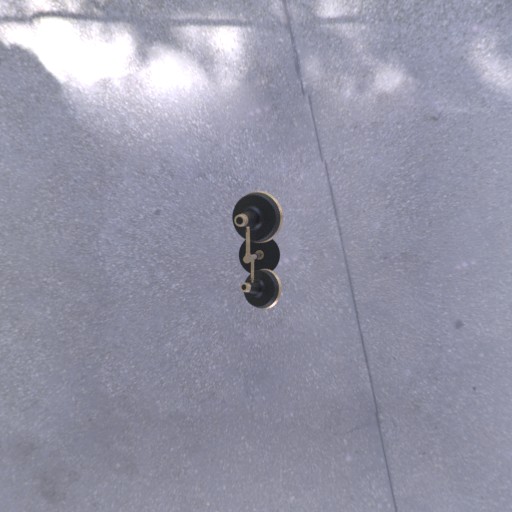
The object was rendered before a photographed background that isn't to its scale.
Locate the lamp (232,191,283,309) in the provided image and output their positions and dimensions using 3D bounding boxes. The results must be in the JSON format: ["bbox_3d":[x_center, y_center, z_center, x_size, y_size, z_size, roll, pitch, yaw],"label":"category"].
[{"bbox_3d":[0.000,0.000,1.878,0.253,1.674,0.351,0,91,1],"label":"lamp"}]
